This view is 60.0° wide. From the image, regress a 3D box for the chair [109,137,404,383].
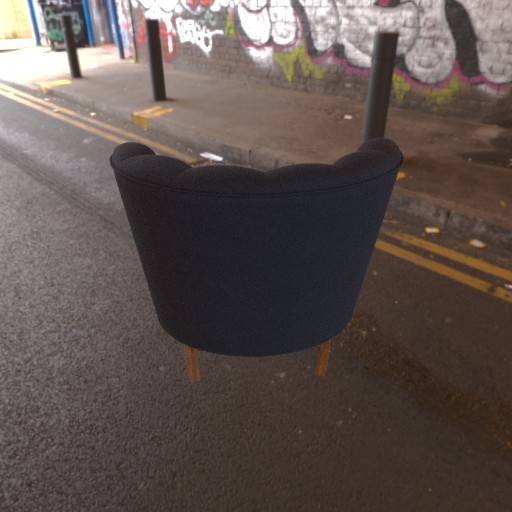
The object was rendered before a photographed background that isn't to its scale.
[{"bbox_3d":[0.000,0.000,1.376,0.740,0.771,0.718,-2,30,-3],"label":"chair"}]
